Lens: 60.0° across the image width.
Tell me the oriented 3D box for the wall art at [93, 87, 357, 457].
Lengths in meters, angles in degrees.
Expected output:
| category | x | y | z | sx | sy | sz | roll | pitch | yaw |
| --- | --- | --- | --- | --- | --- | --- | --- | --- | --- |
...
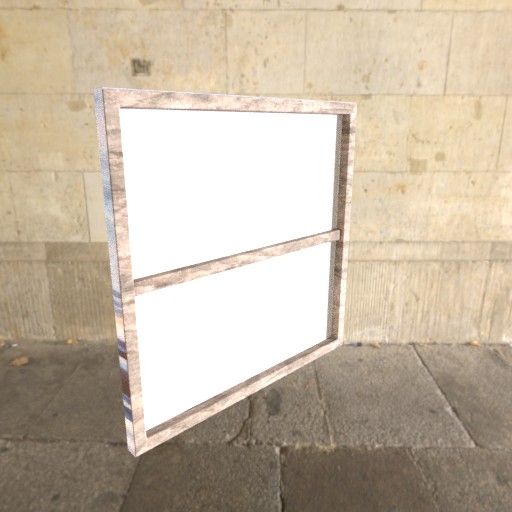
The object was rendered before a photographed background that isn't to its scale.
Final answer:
| category | x | y | z | sx | sy | sz | roll | pitch | yaw |
| --- | --- | --- | --- | --- | --- | --- | --- | --- | --- |
| wall art | 0.000 | 0.000 | 1.106 | 0.747 | 0.747 | 0.035 | -15 | 22 | -41 |
